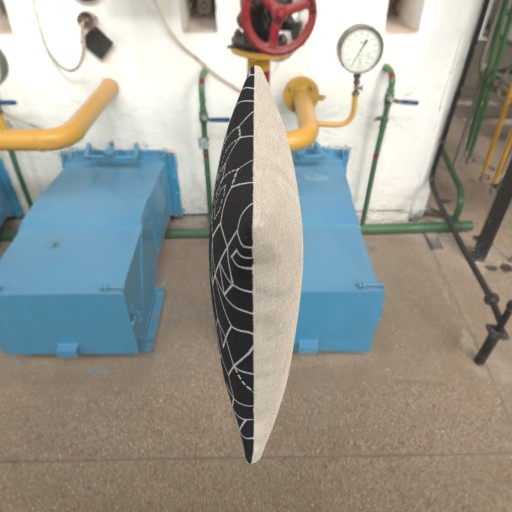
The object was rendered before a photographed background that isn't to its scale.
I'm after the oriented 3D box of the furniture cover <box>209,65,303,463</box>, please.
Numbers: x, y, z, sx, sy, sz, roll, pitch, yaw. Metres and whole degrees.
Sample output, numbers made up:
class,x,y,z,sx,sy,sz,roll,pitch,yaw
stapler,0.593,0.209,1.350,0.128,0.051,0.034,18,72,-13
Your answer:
class,x,y,z,sx,sy,sz,roll,pitch,yaw
furniture cover,0.000,0.000,0.794,0.158,0.508,0.517,0,39,0
